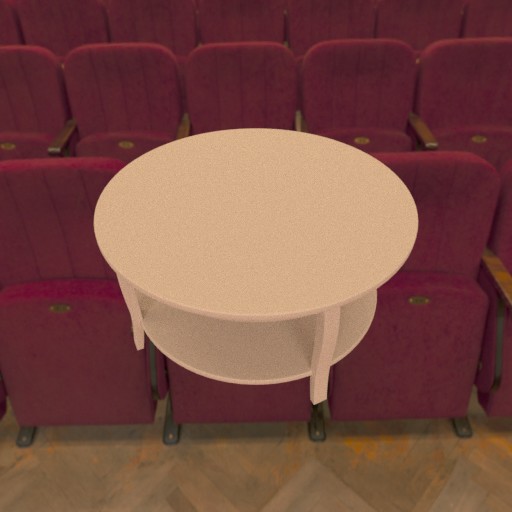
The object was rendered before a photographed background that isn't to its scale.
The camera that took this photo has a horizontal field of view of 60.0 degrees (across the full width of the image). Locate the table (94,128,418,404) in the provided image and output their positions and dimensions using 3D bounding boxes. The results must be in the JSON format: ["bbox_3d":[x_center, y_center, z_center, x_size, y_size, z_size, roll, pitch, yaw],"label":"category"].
[{"bbox_3d":[0.000,0.000,1.438,0.910,0.457,0.910,0,41,0],"label":"table"}]
